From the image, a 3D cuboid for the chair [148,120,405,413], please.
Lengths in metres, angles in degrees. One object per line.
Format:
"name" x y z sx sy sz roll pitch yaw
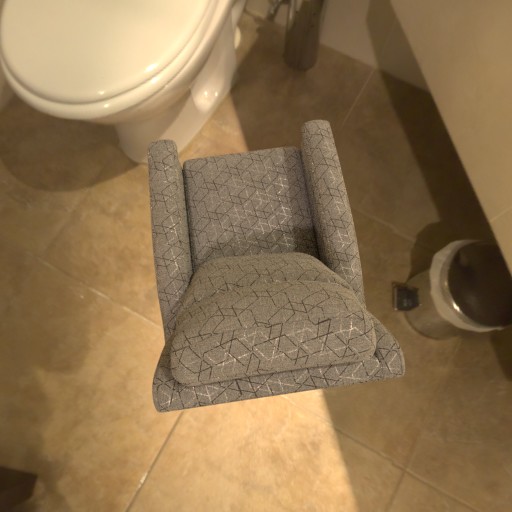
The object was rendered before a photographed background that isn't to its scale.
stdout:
"chair" 0.000 0.000 1.708 0.753 1.048 0.987 -8 76 -2
